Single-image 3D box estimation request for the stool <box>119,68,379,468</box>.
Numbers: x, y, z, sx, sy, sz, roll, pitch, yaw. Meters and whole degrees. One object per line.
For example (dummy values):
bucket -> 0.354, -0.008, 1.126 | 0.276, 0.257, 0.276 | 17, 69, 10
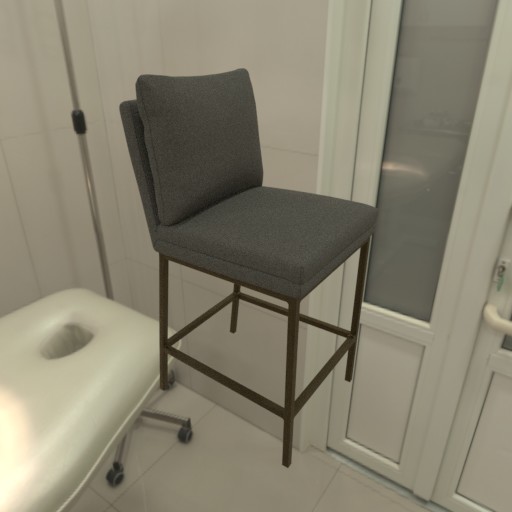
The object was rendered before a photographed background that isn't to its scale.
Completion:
stool -> 0.000, 0.000, 1.339 | 0.569, 1.030, 0.463 | 18, 32, 31
